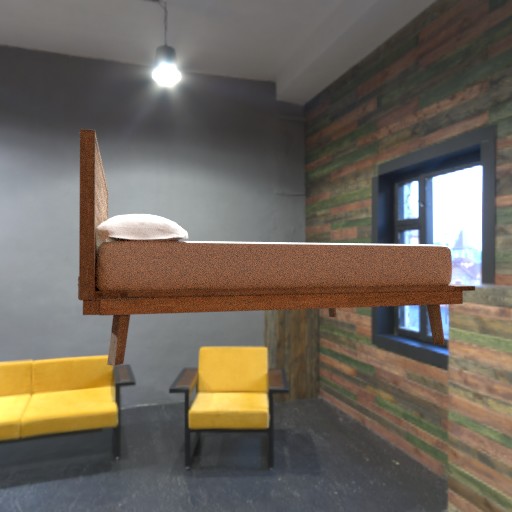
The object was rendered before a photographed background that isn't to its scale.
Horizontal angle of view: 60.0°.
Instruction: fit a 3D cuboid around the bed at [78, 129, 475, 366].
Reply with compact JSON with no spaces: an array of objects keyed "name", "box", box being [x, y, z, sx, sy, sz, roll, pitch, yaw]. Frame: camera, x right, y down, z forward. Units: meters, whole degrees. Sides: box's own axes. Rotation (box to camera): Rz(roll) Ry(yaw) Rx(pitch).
[{"name":"bed","box":[0.000,0.000,3.072,2.145,1.071,1.759,0,-1,-17]}]
